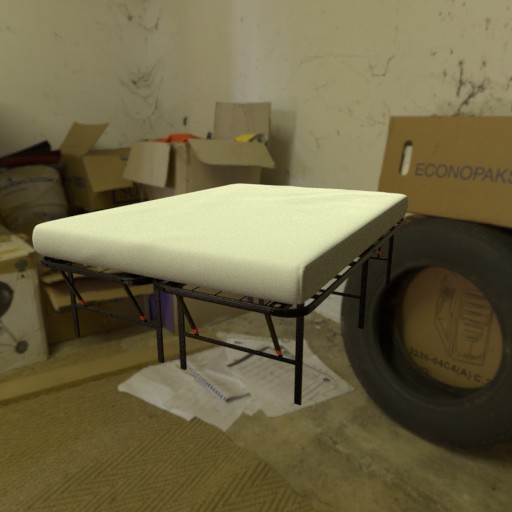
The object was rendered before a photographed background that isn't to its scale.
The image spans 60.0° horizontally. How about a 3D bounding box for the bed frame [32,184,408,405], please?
[{"bbox_3d":[0.000,0.000,2.606,1.372,0.637,1.905,8,18,27],"label":"bed frame"}]
